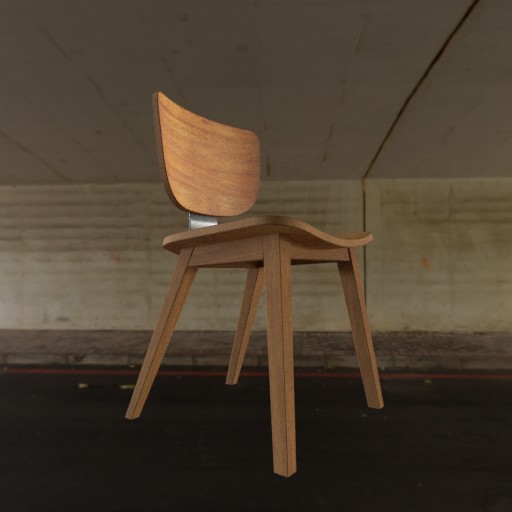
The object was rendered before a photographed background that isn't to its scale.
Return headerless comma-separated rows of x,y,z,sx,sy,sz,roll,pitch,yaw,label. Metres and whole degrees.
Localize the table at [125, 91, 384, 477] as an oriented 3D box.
0.000,0.000,1.141,0.500,0.805,0.499,-1,-2,35,table
